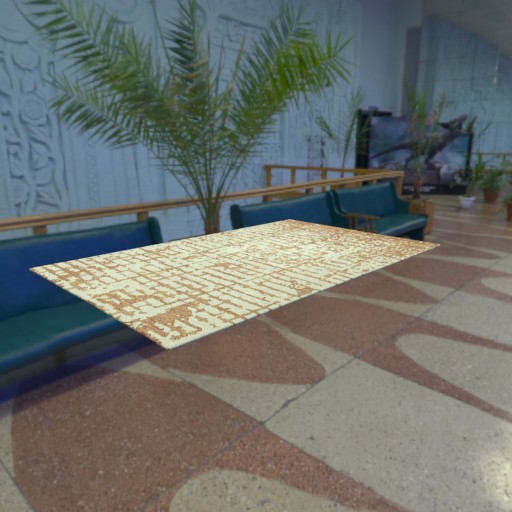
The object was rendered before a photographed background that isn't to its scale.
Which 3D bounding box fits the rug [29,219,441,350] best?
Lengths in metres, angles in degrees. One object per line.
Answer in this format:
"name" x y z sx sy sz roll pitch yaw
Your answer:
"rug" 0.000 0.000 3.037 2.435 0.011 1.517 -14 20 -43
